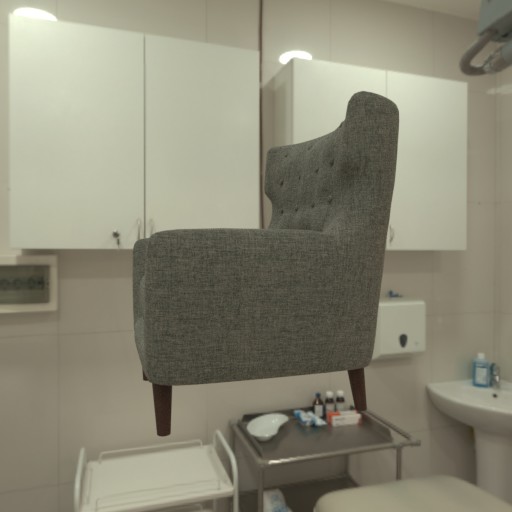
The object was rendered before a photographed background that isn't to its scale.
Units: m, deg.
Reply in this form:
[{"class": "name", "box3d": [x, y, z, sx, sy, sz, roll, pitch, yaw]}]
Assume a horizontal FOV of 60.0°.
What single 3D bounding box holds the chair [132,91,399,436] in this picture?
[{"class": "chair", "box3d": [0.000, 0.000, 1.735, 0.904, 1.063, 0.878, 0, 1, -18]}]
